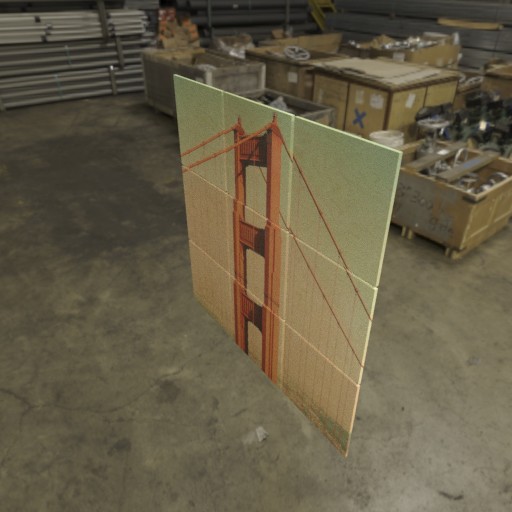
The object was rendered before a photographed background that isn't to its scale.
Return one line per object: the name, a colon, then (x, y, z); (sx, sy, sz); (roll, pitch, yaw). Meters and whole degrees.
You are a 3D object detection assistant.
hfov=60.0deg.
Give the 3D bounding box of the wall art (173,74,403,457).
wall art: (0.000, 0.000, 1.813); (0.013, 1.219, 1.214); (-21, 38, -29)
